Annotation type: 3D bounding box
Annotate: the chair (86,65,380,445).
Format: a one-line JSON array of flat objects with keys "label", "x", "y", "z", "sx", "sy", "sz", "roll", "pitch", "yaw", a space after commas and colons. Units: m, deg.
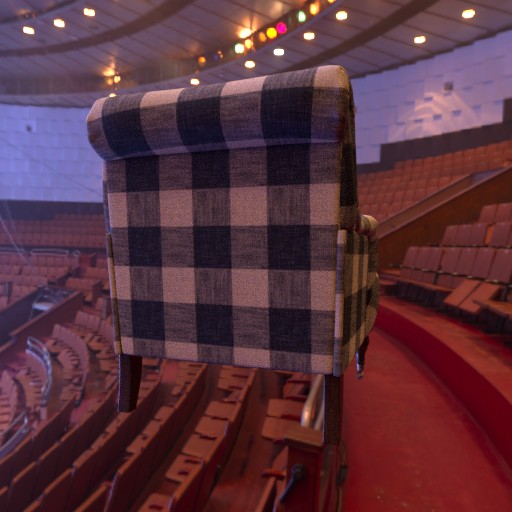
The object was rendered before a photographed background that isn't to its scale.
[{"label": "chair", "x": 0.000, "y": 0.000, "z": 1.533, "sx": 0.781, "sy": 0.953, "sz": 0.848, "roll": 0, "pitch": 1, "yaw": 20}]
